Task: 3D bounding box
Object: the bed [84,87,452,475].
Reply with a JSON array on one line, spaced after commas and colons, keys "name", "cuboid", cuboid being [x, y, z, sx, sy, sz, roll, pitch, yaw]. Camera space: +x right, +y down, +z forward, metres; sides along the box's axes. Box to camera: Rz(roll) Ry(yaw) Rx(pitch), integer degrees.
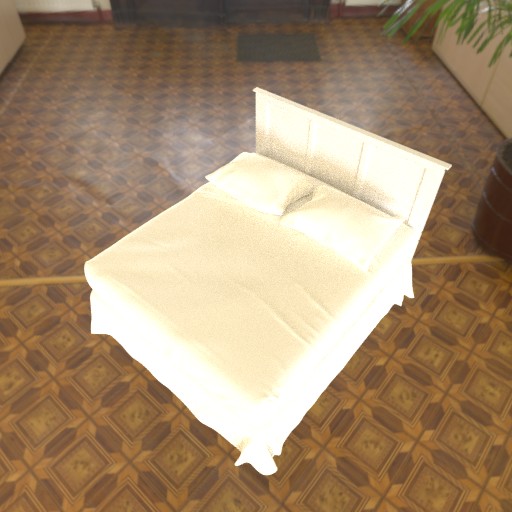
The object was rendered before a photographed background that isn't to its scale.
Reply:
[{"name": "bed", "cuboid": [0.000, 0.000, 3.175, 1.876, 1.269, 2.047, 32, 54, 26]}]
